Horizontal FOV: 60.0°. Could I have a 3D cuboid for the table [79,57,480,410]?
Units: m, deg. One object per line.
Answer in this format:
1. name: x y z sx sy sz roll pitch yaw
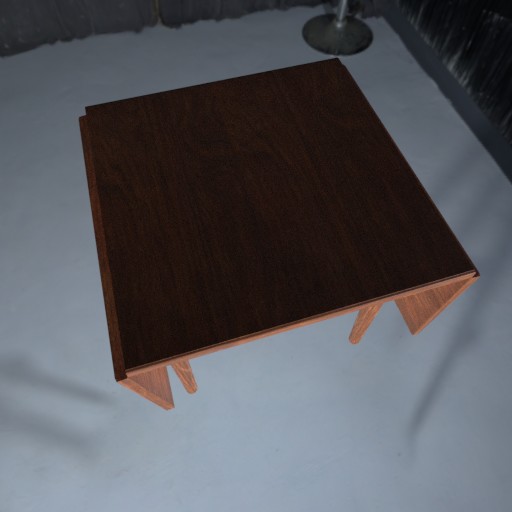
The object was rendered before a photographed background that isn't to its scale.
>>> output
1. table: 0.000 0.000 1.460 0.843 0.763 0.812 -15 60 -9
